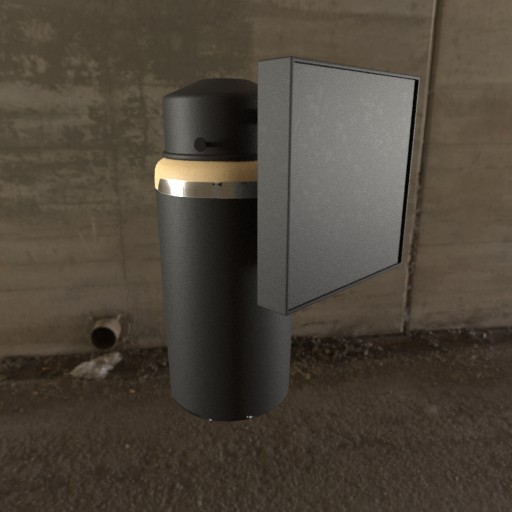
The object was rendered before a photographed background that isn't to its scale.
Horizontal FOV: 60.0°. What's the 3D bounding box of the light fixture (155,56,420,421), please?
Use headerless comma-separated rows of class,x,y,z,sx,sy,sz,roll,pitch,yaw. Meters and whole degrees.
light fixture,0.000,0.000,0.343,0.176,0.257,0.130,16,23,43
